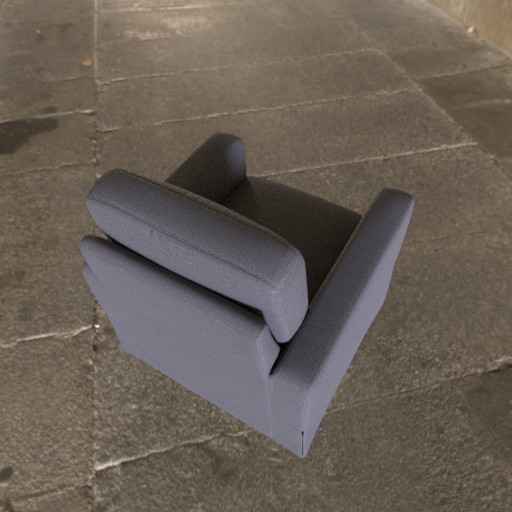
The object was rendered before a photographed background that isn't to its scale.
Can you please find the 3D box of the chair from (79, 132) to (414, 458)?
[{"bbox_3d":[0.000,0.000,1.480,0.798,0.855,0.863,24,51,21],"label":"chair"}]
